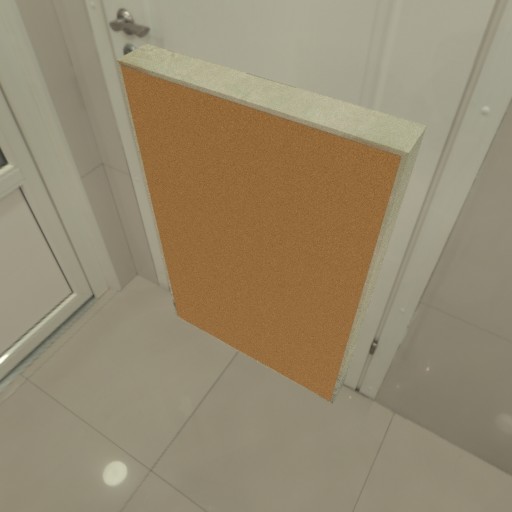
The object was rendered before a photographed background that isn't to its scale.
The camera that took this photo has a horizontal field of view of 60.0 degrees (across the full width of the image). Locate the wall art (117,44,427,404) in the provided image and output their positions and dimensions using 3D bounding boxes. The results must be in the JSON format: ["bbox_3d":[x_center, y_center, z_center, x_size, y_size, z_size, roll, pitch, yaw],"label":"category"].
[{"bbox_3d":[0.000,0.000,0.481,0.254,0.381,0.038,25,53,21],"label":"wall art"}]
